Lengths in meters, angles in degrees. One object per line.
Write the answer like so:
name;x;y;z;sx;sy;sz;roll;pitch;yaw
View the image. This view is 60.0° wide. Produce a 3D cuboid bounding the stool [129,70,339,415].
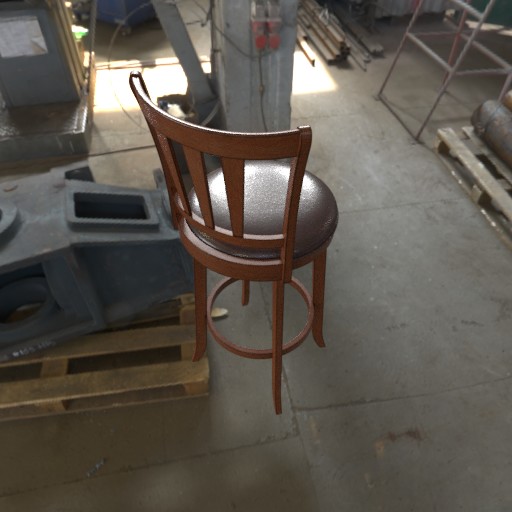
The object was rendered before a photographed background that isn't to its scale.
stool;0.000;0.000;1.400;0.464;1.177;0.503;25;51;23
